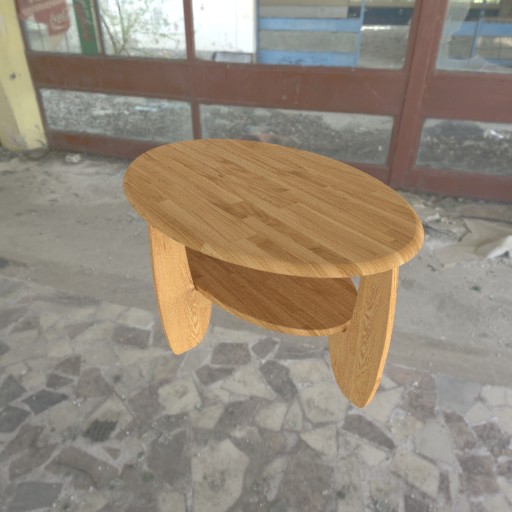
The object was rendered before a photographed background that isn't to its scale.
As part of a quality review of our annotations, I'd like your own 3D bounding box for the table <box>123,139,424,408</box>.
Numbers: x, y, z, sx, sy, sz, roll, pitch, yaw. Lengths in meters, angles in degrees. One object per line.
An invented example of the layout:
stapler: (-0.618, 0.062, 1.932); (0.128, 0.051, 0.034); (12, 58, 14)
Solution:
table: (0.000, 0.000, 1.406); (0.690, 0.490, 1.040); (-21, 37, -31)
